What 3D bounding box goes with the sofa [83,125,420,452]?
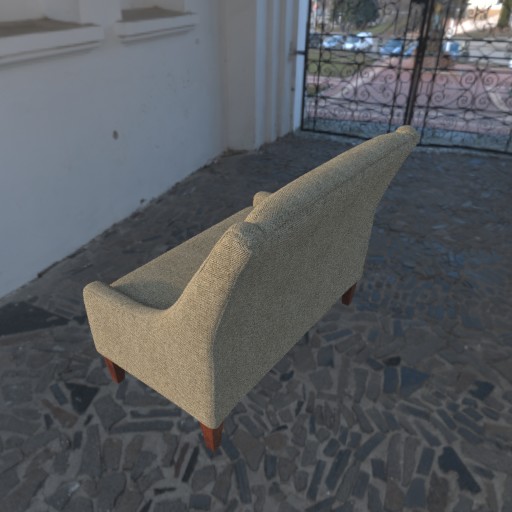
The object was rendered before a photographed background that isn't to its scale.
[{"bbox_3d":[0.000,0.000,1.955,0.870,1.021,1.242,21,37,31],"label":"sofa"}]
